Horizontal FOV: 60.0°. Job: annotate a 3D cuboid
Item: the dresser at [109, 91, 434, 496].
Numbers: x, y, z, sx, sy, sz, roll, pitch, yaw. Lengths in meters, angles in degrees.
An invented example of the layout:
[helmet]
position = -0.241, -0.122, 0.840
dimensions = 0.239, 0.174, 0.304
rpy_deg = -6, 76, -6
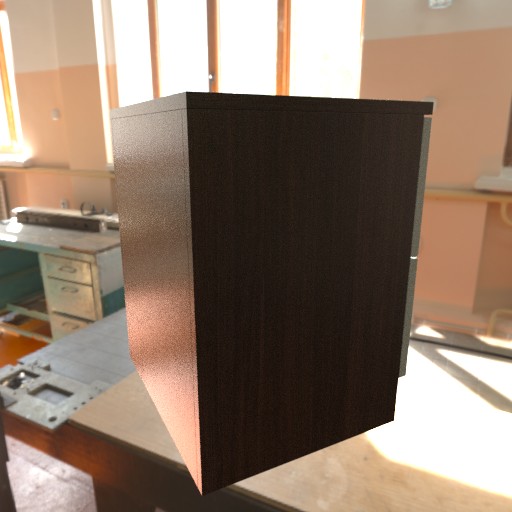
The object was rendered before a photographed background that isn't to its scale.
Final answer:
[dresser]
position = 0.000, 0.000, 0.735
dimensions = 0.360, 0.470, 0.400
rpy_deg = -8, 17, -27
